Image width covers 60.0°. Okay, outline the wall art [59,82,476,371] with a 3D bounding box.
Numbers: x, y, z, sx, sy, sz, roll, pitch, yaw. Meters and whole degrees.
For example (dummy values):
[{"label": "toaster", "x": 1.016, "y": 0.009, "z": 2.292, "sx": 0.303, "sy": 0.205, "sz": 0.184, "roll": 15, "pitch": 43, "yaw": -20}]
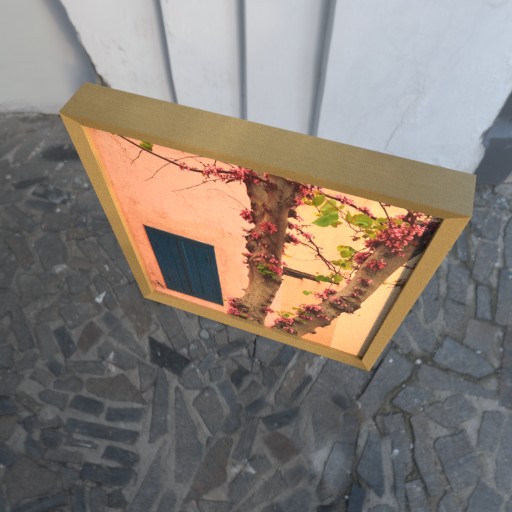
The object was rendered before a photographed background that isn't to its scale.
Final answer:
[{"label": "wall art", "x": 0.000, "y": 0.000, "z": 0.447, "sx": 0.304, "sy": 0.305, "sz": 0.038, "roll": 16, "pitch": 59, "yaw": 10}]
